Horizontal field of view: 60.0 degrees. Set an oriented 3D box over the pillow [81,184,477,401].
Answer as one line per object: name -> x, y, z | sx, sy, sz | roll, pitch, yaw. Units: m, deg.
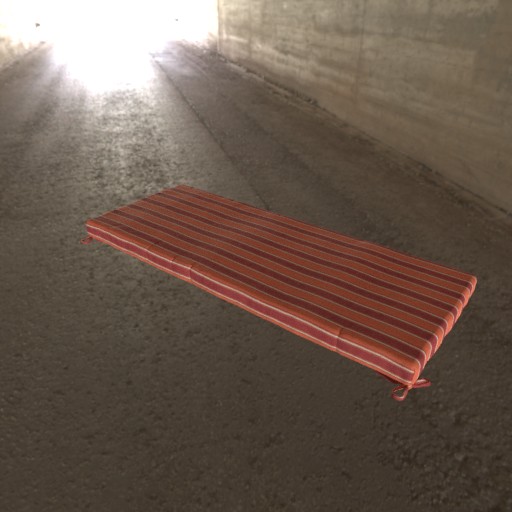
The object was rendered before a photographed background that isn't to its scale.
pillow -> 0.000, 0.000, 1.345 | 1.187, 0.081, 0.492 | 21, 36, 32
